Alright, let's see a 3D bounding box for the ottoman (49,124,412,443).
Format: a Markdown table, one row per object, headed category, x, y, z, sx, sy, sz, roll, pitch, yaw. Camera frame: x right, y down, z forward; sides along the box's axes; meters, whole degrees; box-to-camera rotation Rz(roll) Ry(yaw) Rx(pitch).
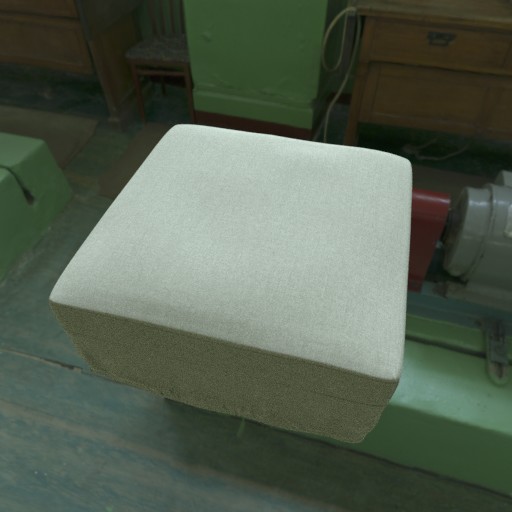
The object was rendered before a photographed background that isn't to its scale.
| category | x | y | z | sx | sy | sz | roll | pitch | yaw |
| --- | --- | --- | --- | --- | --- | --- | --- | --- | --- |
| ottoman | 0.000 | 0.000 | 1.354 | 0.843 | 0.436 | 0.840 | 11 | 48 | 10 |
